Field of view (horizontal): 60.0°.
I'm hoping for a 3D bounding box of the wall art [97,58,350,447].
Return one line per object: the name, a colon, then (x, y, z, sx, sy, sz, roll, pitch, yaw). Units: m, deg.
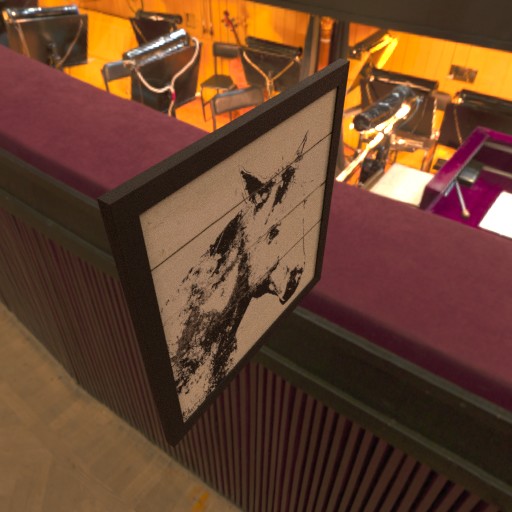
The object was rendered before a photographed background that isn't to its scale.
wall art: (0.000, 0.000, 1.504, 0.038, 1.016, 1.016, 26, 48, 26)
